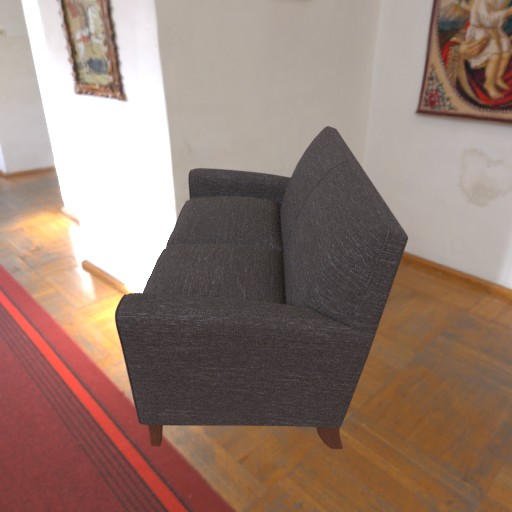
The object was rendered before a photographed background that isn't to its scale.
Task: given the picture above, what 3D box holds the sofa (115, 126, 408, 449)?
[{"bbox_3d":[0.000,0.000,2.046,0.867,0.905,1.509,1,27,1],"label":"sofa"}]
